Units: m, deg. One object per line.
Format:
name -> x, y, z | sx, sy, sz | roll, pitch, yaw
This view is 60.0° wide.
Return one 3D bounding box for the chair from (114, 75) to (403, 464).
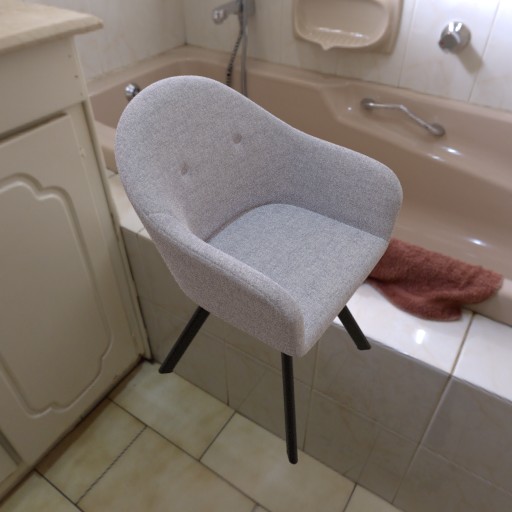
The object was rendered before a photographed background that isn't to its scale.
chair -> 0.000, 0.000, 1.130 | 0.570, 0.780, 0.540 | 25, 46, 26
